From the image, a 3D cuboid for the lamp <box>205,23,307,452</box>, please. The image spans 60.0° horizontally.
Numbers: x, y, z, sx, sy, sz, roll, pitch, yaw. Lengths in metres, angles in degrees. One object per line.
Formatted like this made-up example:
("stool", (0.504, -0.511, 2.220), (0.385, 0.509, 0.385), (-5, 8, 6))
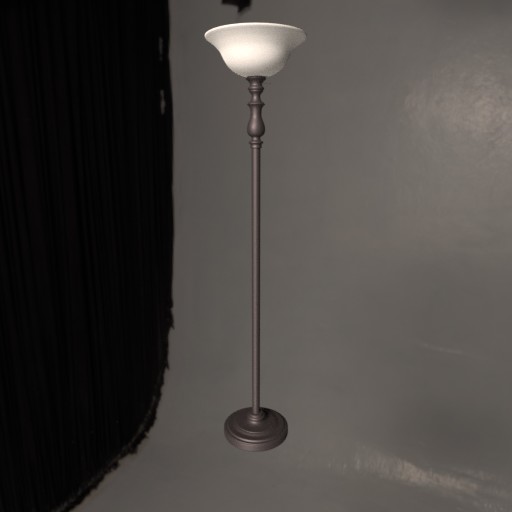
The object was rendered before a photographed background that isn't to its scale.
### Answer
("lamp", (0.000, 0.000, 1.976), (0.405, 1.797, 0.405), (6, 15, 25))
